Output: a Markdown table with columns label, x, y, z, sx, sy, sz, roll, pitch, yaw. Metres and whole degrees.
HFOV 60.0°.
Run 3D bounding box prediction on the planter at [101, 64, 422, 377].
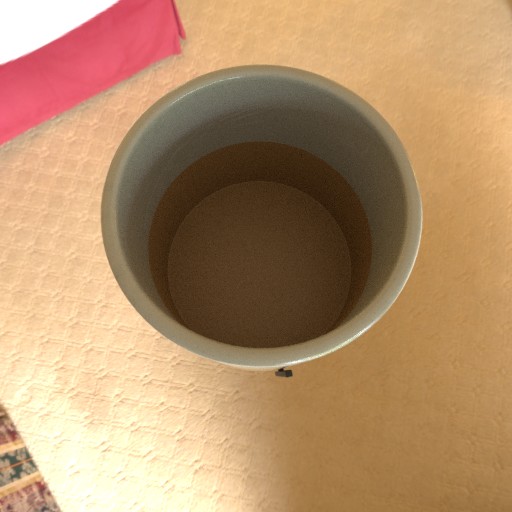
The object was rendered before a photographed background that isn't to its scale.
| label | x | y | z | sx | sy | sz | roll | pitch | yaw |
| --- | --- | --- | --- | --- | --- | --- | --- | --- | --- |
| planter | 0.000 | 0.000 | 0.702 | 0.360 | 0.480 | 0.348 | 18 | 76 | 5 |
